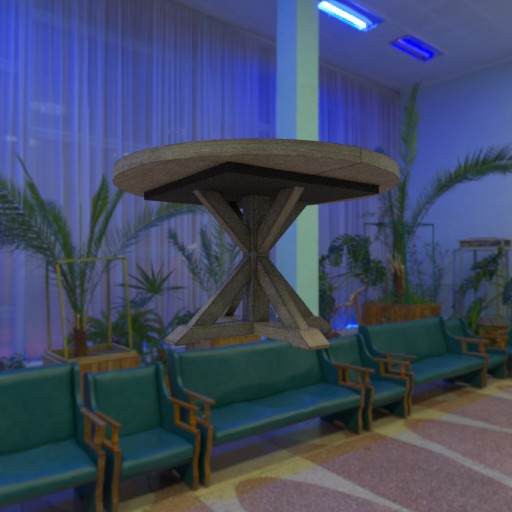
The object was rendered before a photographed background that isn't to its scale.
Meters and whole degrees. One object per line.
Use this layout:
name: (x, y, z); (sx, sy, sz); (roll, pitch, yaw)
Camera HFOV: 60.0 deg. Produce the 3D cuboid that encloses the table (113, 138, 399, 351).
table: (0.000, 0.000, 2.199); (1.363, 0.781, 1.363); (0, -1, 0)
